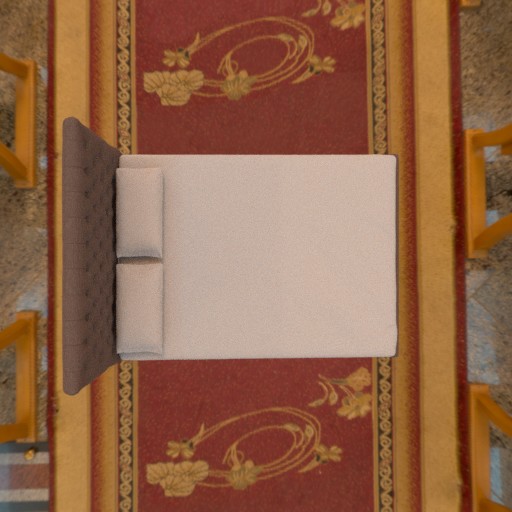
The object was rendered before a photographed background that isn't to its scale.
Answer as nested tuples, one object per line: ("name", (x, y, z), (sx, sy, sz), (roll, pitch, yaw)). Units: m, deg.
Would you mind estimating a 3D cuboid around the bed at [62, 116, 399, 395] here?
("bed", (0.000, 0.000, 3.381), (2.387, 1.427, 1.698), (0, 90, -1))
